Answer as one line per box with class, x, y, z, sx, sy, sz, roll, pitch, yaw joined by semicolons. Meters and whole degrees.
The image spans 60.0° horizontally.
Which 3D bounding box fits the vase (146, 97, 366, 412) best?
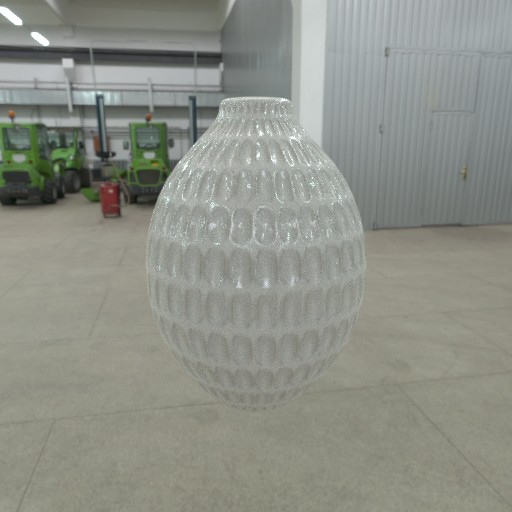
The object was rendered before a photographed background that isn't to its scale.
vase;0.000;0.000;0.334;0.162;0.223;0.162;0;14;0
